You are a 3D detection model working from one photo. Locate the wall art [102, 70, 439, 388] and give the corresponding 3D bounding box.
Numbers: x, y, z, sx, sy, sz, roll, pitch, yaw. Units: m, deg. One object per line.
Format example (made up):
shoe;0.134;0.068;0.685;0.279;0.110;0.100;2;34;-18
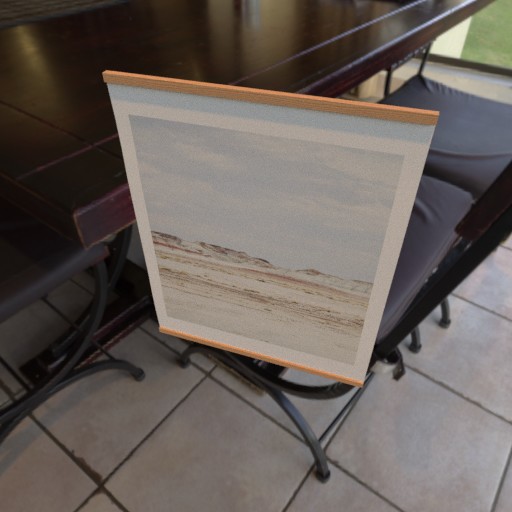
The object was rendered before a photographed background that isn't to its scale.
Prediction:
wall art;0.000;0.000;0.678;0.404;0.507;0.010;12;43;14
